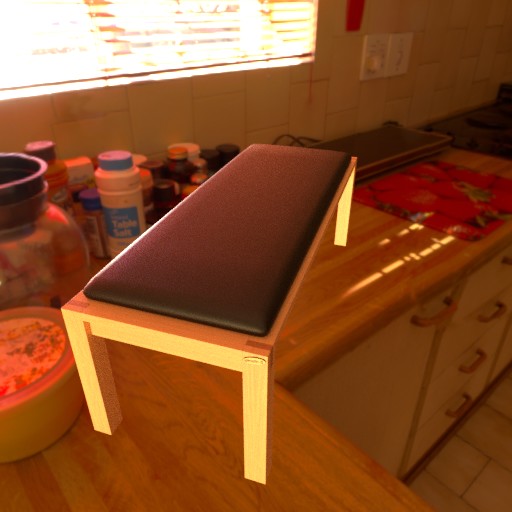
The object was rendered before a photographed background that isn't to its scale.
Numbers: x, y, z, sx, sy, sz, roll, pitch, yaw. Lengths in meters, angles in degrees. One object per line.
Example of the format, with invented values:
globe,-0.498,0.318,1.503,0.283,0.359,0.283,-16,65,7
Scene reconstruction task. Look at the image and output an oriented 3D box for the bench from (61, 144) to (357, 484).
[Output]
bench,0.000,0.000,1.430,0.450,0.430,1.202,10,32,16
